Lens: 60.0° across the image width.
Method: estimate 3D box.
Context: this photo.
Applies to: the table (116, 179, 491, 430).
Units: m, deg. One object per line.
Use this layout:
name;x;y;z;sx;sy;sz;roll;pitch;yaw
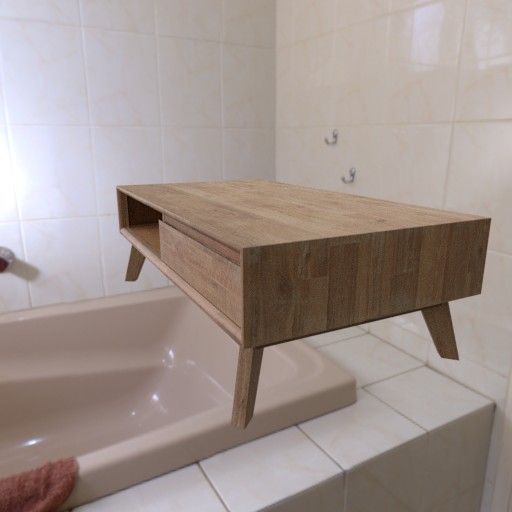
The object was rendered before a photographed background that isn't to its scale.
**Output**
table;0.000;0.000;2.018;0.918;0.531;1.619;-8;17;-26
